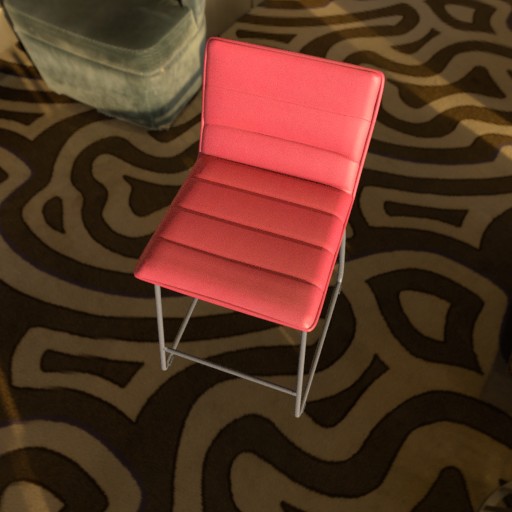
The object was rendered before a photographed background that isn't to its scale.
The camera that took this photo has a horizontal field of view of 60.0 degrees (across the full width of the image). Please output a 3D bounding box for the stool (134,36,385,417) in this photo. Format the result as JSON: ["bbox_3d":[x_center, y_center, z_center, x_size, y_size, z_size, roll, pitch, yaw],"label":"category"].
[{"bbox_3d":[0.000,0.000,1.155,0.489,0.866,0.524,16,59,10],"label":"stool"}]
